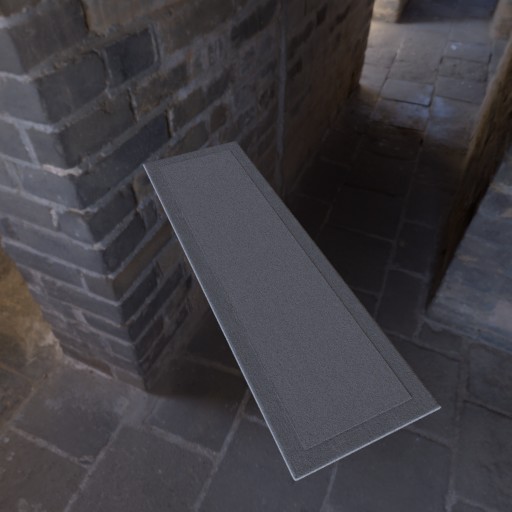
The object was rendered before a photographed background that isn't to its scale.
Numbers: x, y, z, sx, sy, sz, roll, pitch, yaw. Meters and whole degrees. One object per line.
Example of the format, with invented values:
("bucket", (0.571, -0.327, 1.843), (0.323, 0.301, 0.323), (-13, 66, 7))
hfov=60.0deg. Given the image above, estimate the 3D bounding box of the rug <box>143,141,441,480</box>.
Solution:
("rug", (0.000, 0.000, 2.673), (0.759, 0.012, 2.430), (-18, 49, -17))
